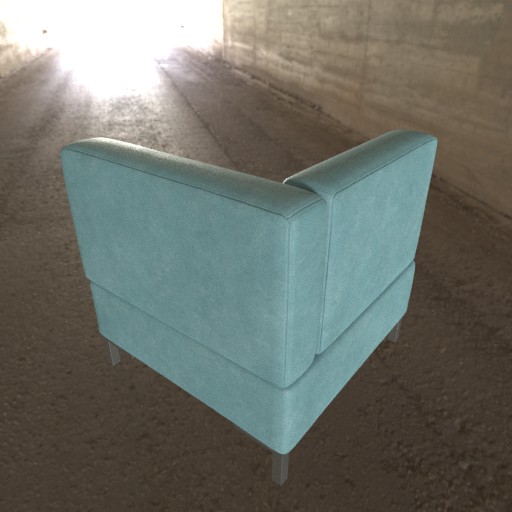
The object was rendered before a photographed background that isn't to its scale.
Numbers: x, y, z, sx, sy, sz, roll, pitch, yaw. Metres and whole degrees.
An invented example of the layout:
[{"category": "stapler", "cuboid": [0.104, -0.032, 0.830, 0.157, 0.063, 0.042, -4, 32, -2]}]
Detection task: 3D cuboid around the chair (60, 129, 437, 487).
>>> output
[{"category": "chair", "cuboid": [0.000, 0.000, 1.206, 0.680, 0.660, 0.680, 21, 35, 33]}]
